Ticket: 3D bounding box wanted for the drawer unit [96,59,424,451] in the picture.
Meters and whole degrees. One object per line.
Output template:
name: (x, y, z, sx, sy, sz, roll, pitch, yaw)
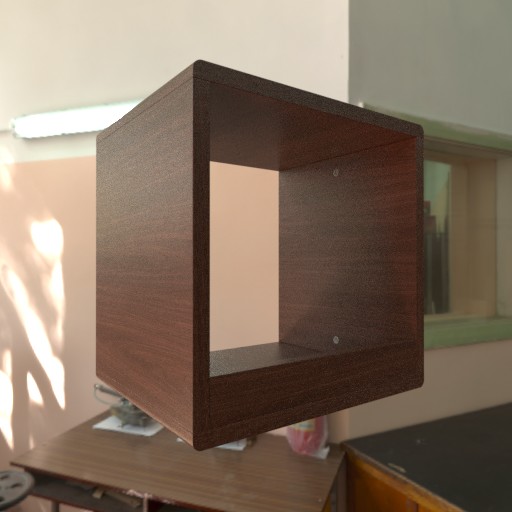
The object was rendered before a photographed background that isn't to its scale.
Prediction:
drawer unit: (0.000, 0.000, 0.612, 0.349, 0.351, 0.290, 0, 0, -36)
